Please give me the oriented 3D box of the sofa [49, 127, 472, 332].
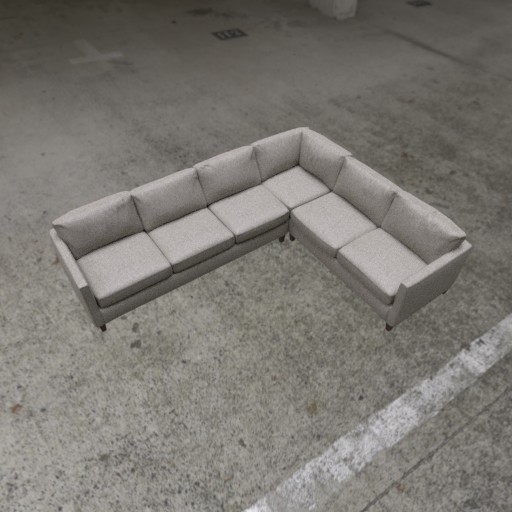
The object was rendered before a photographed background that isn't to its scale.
[{"bbox_3d":[0.000,0.000,4.462,3.302,0.947,2.593,-27,52,-23],"label":"sofa"}]
